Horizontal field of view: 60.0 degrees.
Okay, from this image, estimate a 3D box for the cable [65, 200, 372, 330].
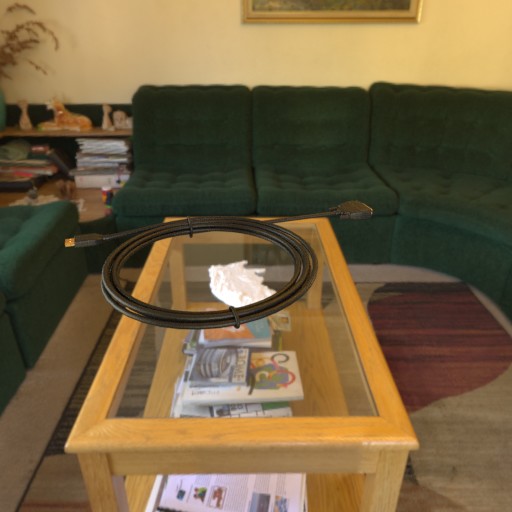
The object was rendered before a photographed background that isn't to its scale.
[{"bbox_3d":[0.000,0.000,0.513,0.422,0.030,0.257,-9,29,-16],"label":"cable"}]
